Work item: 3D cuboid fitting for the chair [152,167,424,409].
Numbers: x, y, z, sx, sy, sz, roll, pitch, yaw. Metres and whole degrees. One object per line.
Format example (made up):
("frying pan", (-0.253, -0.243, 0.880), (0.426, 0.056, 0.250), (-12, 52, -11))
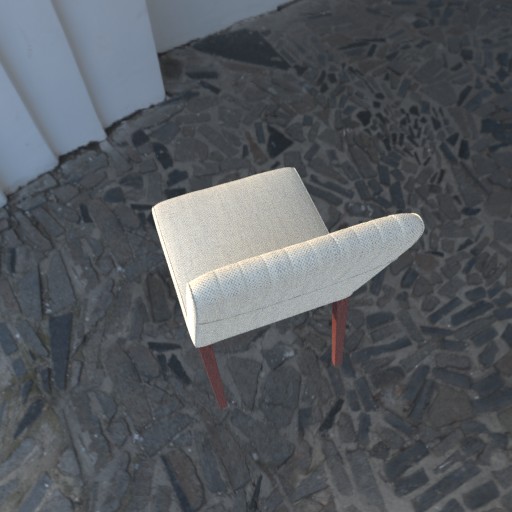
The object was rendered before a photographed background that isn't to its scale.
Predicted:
("chair", (0.000, 0.000, 1.234), (0.480, 0.900, 0.594), (-17, 61, -10))
